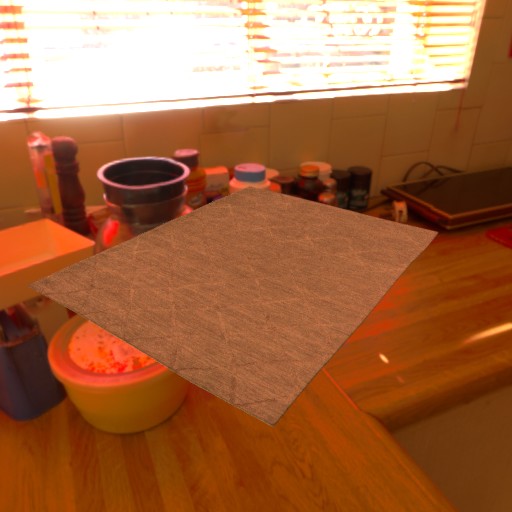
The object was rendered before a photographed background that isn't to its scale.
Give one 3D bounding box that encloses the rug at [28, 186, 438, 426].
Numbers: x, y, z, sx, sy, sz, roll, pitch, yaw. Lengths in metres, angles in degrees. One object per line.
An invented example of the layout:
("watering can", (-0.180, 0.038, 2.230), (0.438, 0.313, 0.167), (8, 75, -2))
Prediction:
("rug", (0.000, 0.000, 4.072), (2.438, 0.013, 3.048), (19, 33, 31))
